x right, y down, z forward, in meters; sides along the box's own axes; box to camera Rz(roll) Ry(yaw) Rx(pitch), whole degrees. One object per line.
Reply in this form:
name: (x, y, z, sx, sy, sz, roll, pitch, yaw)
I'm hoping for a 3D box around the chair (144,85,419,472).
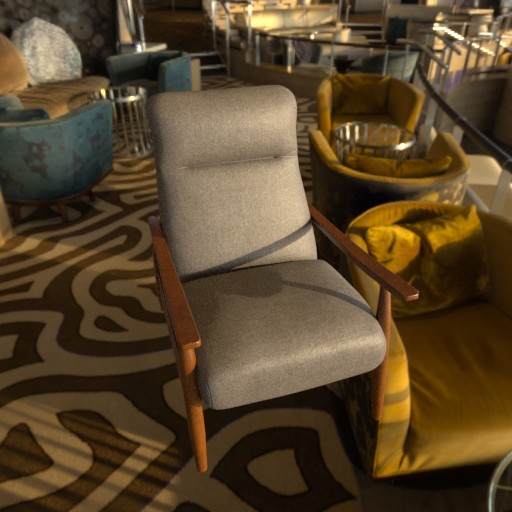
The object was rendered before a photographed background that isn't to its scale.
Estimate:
chair: (0.000, 0.000, 1.744, 0.762, 1.081, 1.014, -10, 33, -15)
